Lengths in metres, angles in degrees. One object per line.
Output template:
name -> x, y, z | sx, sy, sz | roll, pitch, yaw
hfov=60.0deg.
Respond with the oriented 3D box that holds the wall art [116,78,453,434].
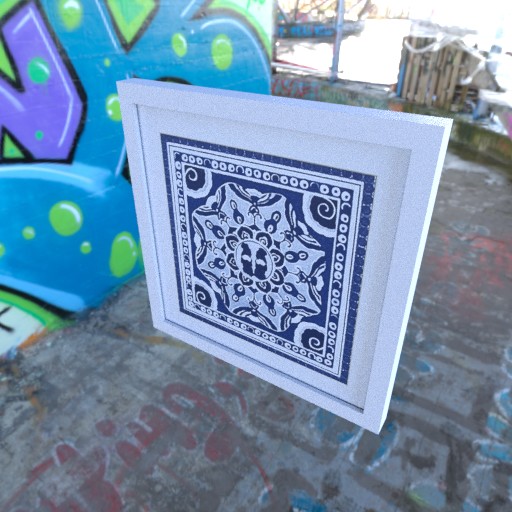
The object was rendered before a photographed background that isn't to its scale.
wall art -> 0.000, 0.000, 0.515 | 0.355, 0.355, 0.027 | 18, 35, 28
